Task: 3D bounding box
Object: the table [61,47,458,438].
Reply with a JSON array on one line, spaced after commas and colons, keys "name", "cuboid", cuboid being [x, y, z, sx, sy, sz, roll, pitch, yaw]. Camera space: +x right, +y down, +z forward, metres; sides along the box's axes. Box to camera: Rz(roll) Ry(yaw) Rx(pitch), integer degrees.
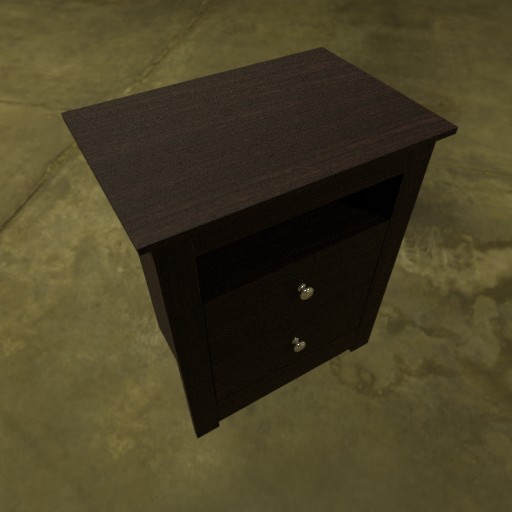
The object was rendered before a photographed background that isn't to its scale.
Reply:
[{"name": "table", "cuboid": [0.000, 0.000, 1.054, 0.591, 0.711, 0.406, -23, 51, -20]}]
